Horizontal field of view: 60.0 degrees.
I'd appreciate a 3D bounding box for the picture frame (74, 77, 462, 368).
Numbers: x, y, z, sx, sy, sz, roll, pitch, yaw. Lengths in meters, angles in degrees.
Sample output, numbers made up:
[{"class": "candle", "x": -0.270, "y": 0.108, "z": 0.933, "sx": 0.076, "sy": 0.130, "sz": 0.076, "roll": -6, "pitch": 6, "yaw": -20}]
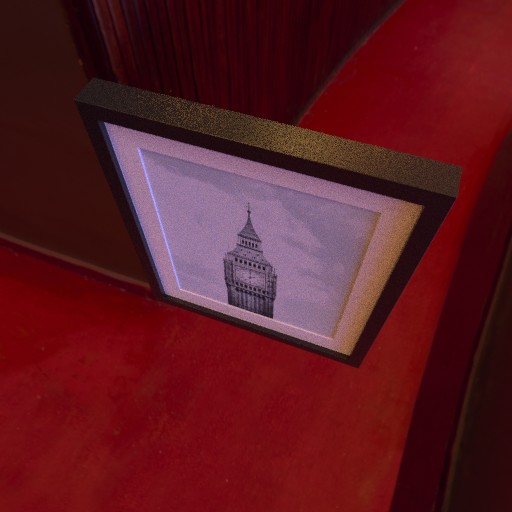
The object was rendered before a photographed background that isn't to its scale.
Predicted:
[{"class": "picture frame", "x": 0.000, "y": 0.000, "z": 0.524, "sx": 0.328, "sy": 0.378, "sz": 0.034, "roll": 17, "pitch": 58, "yaw": 11}]
